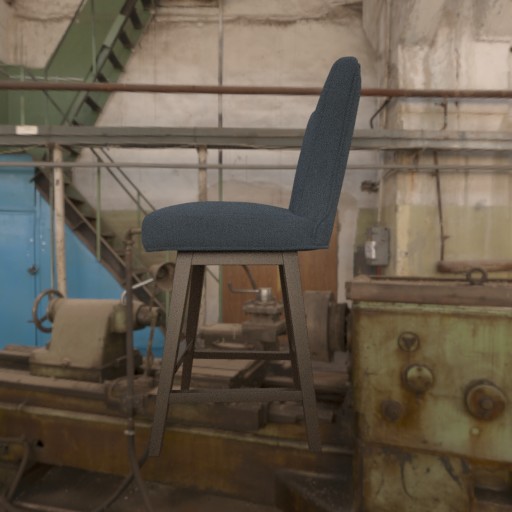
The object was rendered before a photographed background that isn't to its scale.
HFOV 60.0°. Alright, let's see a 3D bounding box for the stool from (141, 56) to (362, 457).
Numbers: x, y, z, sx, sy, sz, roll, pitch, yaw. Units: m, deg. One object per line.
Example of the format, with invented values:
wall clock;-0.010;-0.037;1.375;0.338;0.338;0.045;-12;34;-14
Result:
stool;0.000;0.000;1.341;0.574;1.000;0.514;0;2;0
